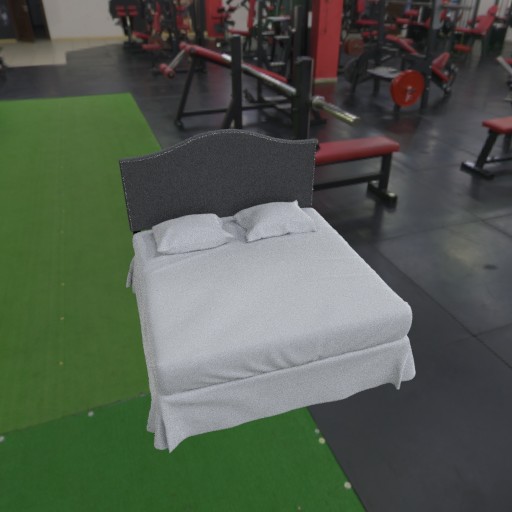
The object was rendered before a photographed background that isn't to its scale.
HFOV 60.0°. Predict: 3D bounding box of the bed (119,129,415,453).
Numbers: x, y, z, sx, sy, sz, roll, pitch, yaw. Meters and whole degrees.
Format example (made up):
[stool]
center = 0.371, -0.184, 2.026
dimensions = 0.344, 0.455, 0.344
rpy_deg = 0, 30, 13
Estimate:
[bed]
center = 0.000, 0.000, 3.869
dimensions = 2.314, 1.651, 2.219
rpy_deg = -10, 34, -15
